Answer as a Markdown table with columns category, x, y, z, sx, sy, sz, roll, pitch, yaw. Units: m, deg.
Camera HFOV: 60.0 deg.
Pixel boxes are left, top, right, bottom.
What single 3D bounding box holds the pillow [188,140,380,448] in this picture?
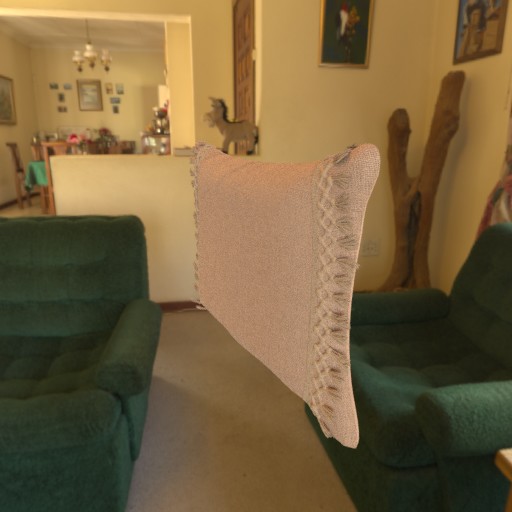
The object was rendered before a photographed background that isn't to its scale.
| category | x | y | z | sx | sy | sz | roll | pitch | yaw |
| --- | --- | --- | --- | --- | --- | --- | --- | --- | --- |
| pillow | 0.000 | 0.000 | 0.603 | 0.084 | 0.305 | 0.466 | -7 | 17 | -25 |
